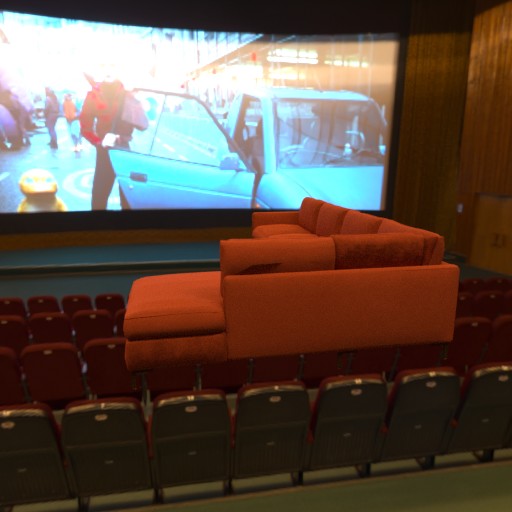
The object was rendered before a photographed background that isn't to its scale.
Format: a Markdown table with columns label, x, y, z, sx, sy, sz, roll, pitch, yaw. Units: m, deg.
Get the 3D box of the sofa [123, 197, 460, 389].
| label | x | y | z | sx | sy | sz | roll | pitch | yaw |
| --- | --- | --- | --- | --- | --- | --- | --- | --- | --- |
| sofa | 0.000 | 0.000 | 3.667 | 1.879 | 0.757 | 2.736 | -2 | 13 | -10 |
